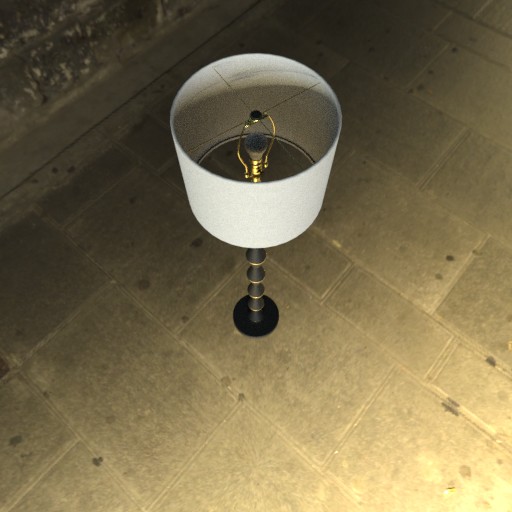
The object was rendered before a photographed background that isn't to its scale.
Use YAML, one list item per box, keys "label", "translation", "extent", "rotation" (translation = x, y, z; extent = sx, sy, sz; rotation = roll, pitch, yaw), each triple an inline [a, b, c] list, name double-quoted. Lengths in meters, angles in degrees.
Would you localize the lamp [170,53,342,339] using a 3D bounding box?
- label: "lamp"
  translation: [0.000, 0.000, 1.651]
  extent: [0.381, 1.480, 0.381]
  rotation: [-32, 69, -14]
